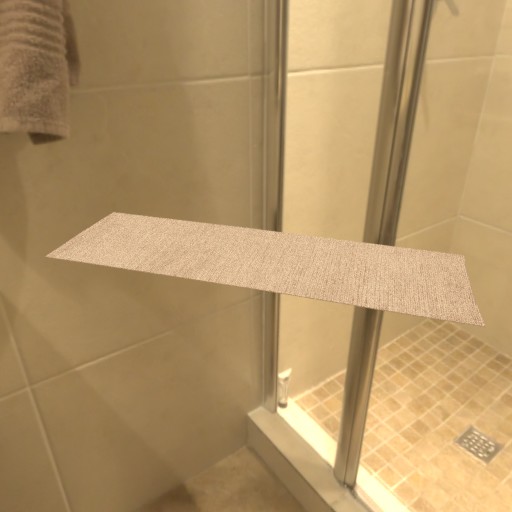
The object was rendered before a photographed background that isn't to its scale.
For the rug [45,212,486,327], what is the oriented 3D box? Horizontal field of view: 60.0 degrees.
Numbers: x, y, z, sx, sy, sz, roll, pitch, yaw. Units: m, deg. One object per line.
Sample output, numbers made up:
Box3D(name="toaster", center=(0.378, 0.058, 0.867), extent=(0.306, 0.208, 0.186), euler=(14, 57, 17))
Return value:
Box3D(name="rug", center=(0.000, 0.000, 2.569), extent=(2.346, 0.013, 0.712), euler=(8, 29, 15))
